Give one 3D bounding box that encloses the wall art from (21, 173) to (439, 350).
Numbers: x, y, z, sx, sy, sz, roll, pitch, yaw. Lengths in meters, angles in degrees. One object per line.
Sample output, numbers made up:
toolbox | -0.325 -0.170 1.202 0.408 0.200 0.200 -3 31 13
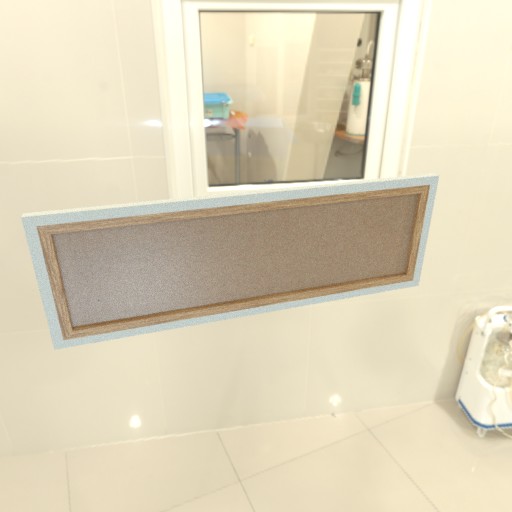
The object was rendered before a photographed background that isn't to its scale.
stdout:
wall art | 0.000 0.000 1.689 1.520 0.507 0.039 -8 27 -16
